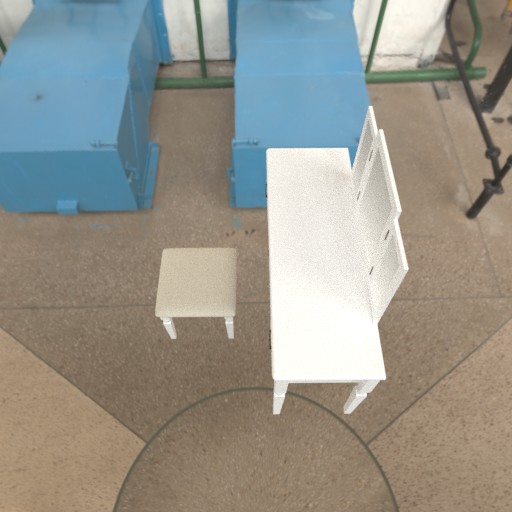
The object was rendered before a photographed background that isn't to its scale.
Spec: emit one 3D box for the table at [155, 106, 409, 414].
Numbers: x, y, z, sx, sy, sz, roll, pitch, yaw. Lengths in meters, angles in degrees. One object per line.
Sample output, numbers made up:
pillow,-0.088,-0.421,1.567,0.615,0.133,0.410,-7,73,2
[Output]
table,0.000,0.000,2.322,1.115,1.310,1.369,0,58,0
